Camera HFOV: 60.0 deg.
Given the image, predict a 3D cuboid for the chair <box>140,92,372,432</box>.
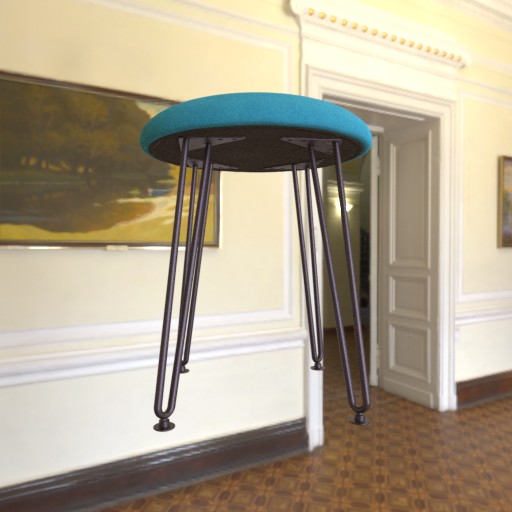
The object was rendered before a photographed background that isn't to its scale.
[{"bbox_3d":[0.000,0.000,0.694,0.350,0.430,0.350,0,1,-16],"label":"chair"}]
